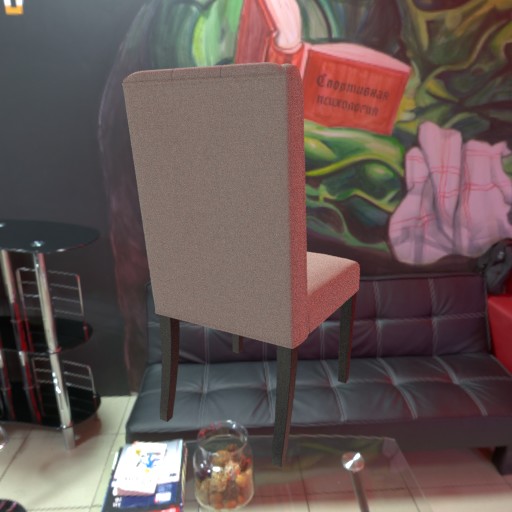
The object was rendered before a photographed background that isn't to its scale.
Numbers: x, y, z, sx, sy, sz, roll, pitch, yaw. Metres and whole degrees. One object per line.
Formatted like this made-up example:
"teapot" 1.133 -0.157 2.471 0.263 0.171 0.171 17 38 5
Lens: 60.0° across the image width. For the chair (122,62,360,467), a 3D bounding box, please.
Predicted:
"chair" 0.000 0.000 1.276 0.474 0.961 0.523 9 19 28
